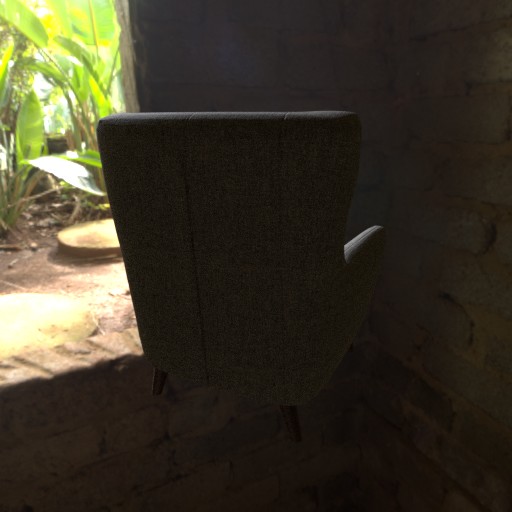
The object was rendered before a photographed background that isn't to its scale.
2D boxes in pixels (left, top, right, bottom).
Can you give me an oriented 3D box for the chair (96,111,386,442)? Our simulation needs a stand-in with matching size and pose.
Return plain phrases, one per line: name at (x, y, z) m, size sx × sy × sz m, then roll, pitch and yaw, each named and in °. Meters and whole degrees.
chair at (0.000, 0.000, 1.730) m, size 0.878 × 1.063 × 0.904 m, roll 8°, pitch 19°, yaw 25°
